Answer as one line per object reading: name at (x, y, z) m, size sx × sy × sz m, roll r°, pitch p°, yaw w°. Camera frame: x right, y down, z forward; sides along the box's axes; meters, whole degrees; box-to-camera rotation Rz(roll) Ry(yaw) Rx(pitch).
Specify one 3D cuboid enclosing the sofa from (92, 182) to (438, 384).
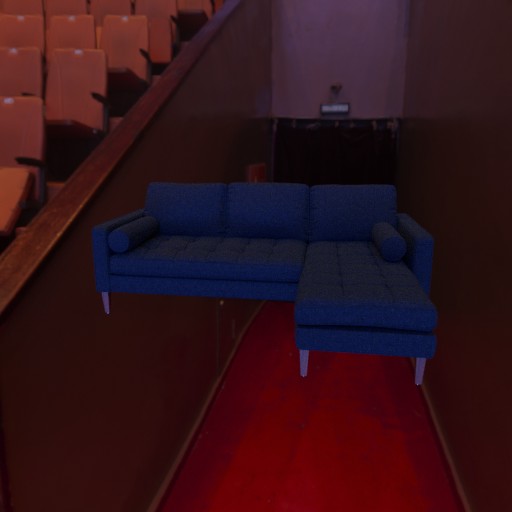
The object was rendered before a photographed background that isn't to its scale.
sofa at (0.000, 0.000, 2.900) m, size 2.185 × 0.841 × 1.613 m, roll 2°, pitch 15°, yaw 8°
